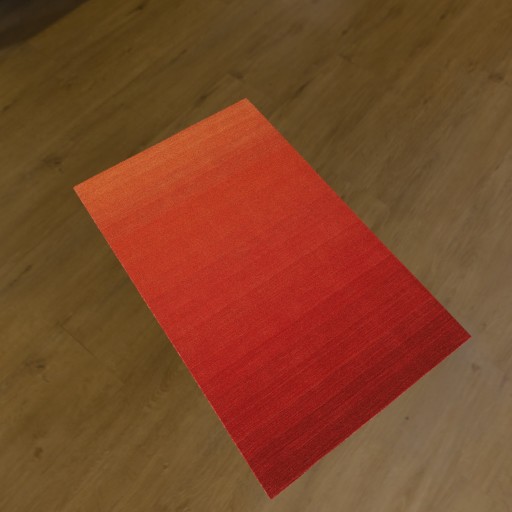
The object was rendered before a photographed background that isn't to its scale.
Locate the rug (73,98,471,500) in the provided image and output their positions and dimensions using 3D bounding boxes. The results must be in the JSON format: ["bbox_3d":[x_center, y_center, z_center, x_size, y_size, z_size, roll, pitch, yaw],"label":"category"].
[{"bbox_3d":[0.000,0.000,2.973,1.531,0.010,2.442,-32,68,-15],"label":"rug"}]
